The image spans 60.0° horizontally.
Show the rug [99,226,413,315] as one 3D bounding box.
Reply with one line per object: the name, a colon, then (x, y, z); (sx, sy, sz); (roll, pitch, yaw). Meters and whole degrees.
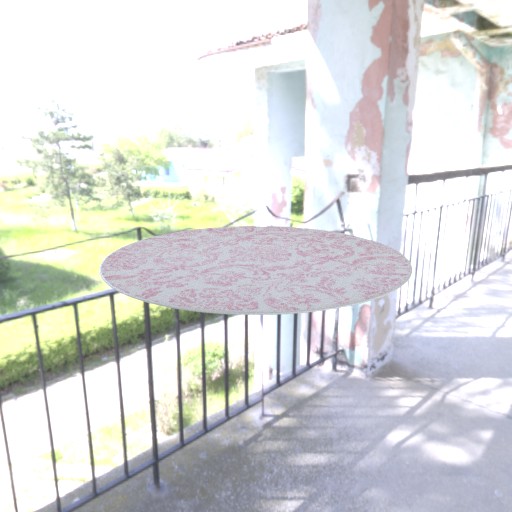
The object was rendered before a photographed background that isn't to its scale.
rug: (0.000, 0.000, 2.380); (1.593, 0.012, 1.593); (0, 15, 0)
